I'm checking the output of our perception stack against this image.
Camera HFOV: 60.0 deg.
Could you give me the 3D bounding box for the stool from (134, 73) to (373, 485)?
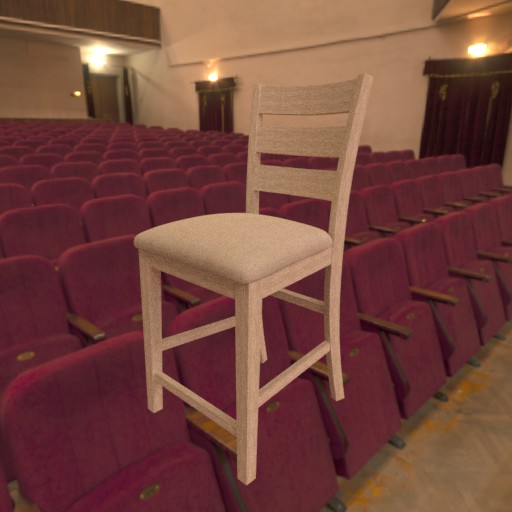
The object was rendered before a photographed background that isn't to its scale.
[{"bbox_3d":[0.000,0.000,1.344,0.484,1.032,0.569,15,22,42],"label":"stool"}]
